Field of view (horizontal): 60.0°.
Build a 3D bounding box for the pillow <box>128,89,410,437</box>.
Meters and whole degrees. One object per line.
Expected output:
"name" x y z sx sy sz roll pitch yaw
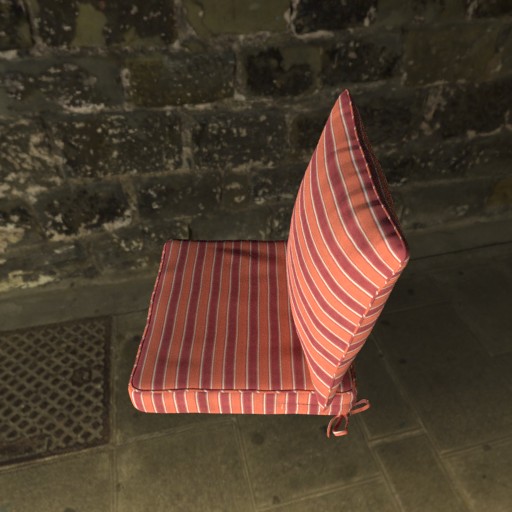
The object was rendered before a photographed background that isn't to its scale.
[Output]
"pillow" 0.000 0.000 1.344 0.733 0.723 0.799 0 42 0
